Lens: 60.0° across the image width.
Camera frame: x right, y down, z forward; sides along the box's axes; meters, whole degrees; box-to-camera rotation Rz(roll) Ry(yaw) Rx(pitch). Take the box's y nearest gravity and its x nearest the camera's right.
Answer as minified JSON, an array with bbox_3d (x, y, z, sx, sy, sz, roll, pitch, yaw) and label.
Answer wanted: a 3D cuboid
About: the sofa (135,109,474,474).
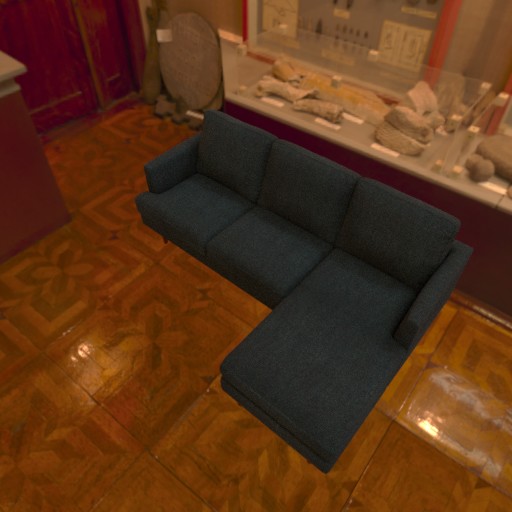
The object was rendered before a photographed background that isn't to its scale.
[{"bbox_3d":[0.000,0.000,2.953,2.233,0.956,1.504,32,54,26],"label":"sofa"}]
